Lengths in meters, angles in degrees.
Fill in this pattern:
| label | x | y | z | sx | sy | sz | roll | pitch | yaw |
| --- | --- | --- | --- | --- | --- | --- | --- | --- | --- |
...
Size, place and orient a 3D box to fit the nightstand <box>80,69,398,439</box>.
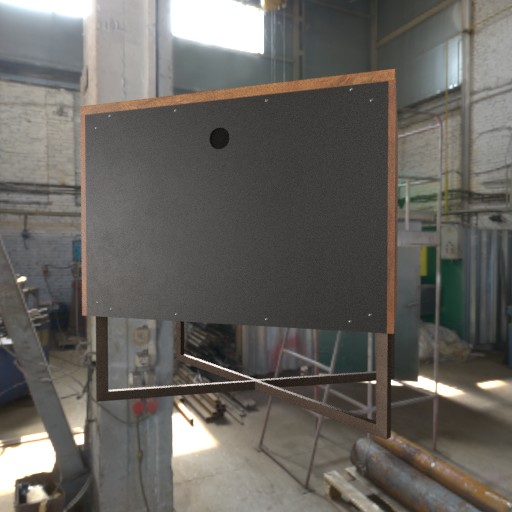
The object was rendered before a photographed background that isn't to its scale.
| label | x | y | z | sx | sy | sz | roll | pitch | yaw |
| --- | --- | --- | --- | --- | --- | --- | --- | --- | --- |
| nightstand | 0.000 | 0.000 | 1.016 | 0.613 | 0.615 | 0.427 | 0 | 1 | 18 |
